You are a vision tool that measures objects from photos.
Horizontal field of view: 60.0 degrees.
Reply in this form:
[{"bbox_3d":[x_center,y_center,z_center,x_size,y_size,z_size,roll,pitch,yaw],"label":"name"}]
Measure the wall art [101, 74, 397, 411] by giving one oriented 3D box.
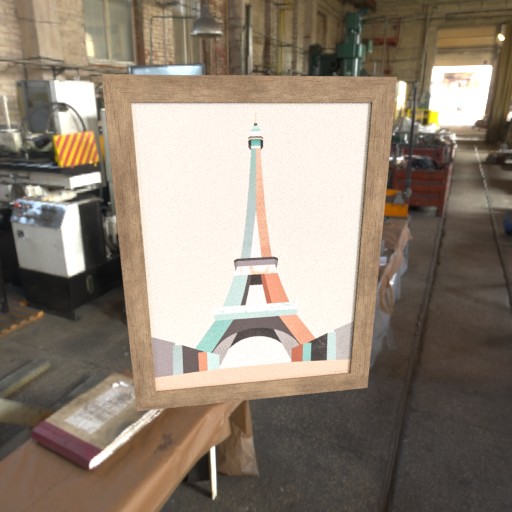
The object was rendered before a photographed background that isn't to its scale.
[{"bbox_3d":[0.000,0.000,0.910,0.534,0.686,0.018,-3,19,-9],"label":"wall art"}]
